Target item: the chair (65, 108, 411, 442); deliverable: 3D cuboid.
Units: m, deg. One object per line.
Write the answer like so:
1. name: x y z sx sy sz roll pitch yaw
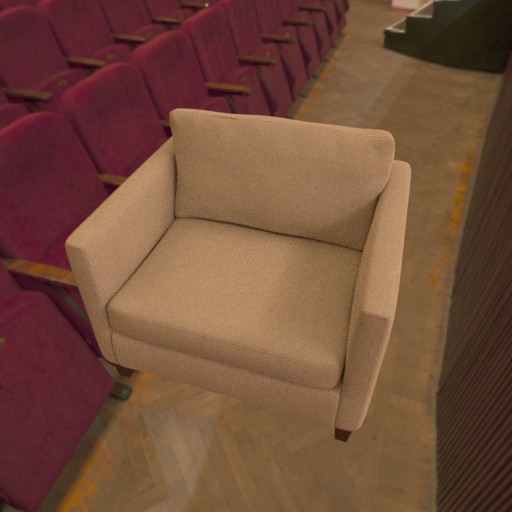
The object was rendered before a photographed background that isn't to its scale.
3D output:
1. chair: 0.000 0.000 1.835 1.107 0.961 0.959 12 42 13
